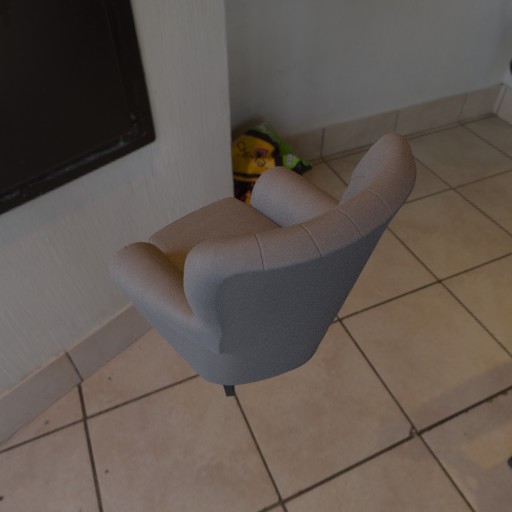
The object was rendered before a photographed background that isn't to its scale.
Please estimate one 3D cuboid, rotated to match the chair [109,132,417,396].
[{"bbox_3d":[0.000,0.000,1.792,0.983,1.046,0.983,-33,54,-28],"label":"chair"}]
